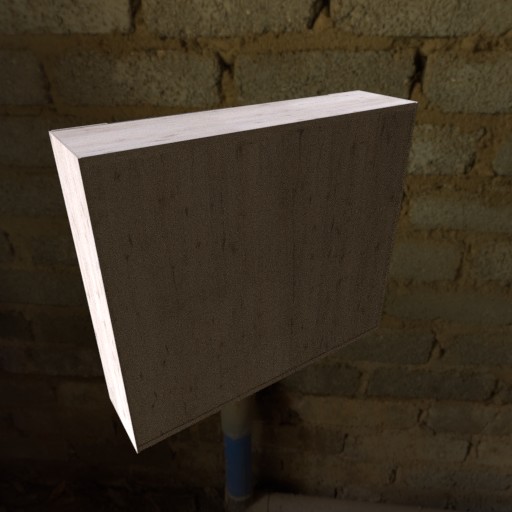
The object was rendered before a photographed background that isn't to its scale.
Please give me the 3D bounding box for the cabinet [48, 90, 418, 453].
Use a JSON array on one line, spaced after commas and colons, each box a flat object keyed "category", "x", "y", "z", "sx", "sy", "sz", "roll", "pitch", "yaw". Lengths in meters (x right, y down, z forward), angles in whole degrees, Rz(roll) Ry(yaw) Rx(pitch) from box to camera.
[{"category": "cabinet", "x": 0.000, "y": 0.000, "z": 3.504, "sx": 2.500, "sy": 2.180, "sz": 0.660, "roll": -18, "pitch": 34, "yaw": -29}]
